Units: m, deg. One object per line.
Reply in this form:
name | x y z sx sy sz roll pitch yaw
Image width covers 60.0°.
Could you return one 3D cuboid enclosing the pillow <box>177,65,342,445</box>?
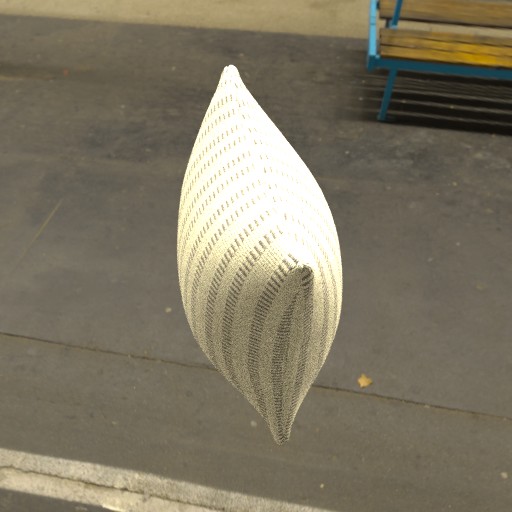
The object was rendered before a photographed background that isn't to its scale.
pillow | 0.000 0.000 0.692 0.247 0.419 0.438 -9 47 -8
